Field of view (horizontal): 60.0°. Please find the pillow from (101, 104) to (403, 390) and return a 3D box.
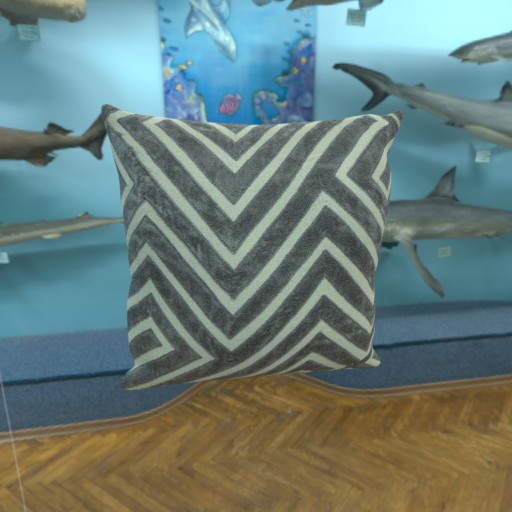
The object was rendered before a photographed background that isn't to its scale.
[{"bbox_3d":[0.000,0.000,0.681,0.440,0.441,0.182,-2,17,-8],"label":"pillow"}]
